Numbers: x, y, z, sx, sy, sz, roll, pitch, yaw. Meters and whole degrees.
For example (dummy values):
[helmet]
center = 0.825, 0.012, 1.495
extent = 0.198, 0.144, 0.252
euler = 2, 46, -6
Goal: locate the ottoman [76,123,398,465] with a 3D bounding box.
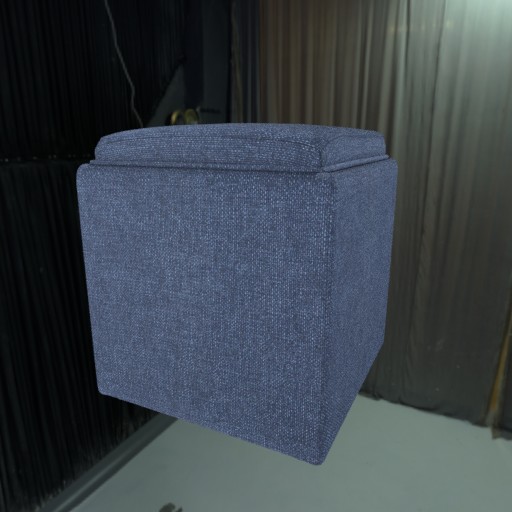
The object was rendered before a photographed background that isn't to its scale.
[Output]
[ottoman]
center = 0.000, 0.000, 0.858
extent = 0.436, 0.493, 0.454
euler = 7, 17, 26
